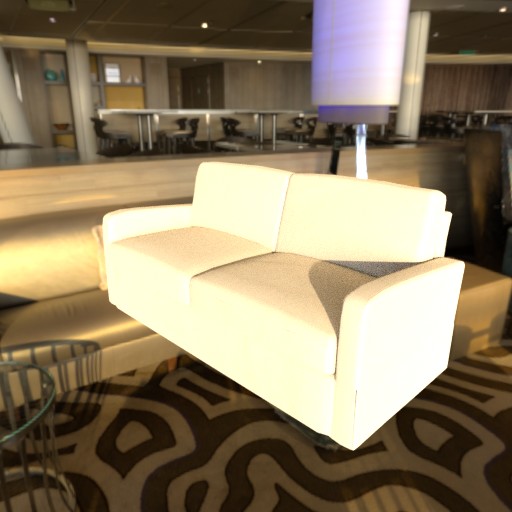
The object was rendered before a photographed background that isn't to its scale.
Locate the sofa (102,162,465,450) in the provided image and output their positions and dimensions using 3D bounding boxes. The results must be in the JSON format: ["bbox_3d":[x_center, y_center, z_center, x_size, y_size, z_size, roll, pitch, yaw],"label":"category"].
[{"bbox_3d":[0.000,0.000,2.304,0.894,0.831,1.808,-17,24,-42],"label":"sofa"}]
